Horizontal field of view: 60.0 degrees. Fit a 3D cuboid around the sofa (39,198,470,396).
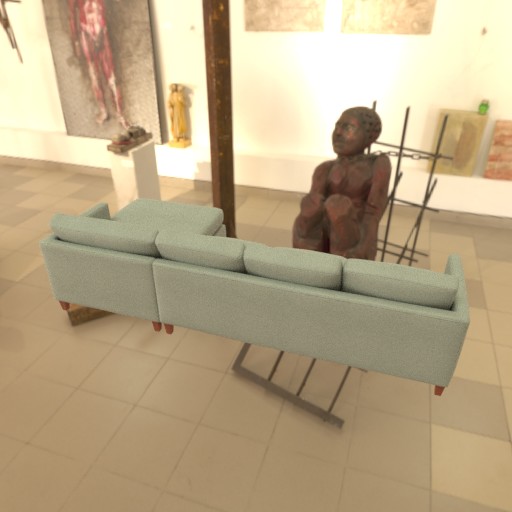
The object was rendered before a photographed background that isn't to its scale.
[{"bbox_3d":[0.000,0.000,4.104,3.471,0.950,1.604,9,32,15],"label":"sofa"}]
